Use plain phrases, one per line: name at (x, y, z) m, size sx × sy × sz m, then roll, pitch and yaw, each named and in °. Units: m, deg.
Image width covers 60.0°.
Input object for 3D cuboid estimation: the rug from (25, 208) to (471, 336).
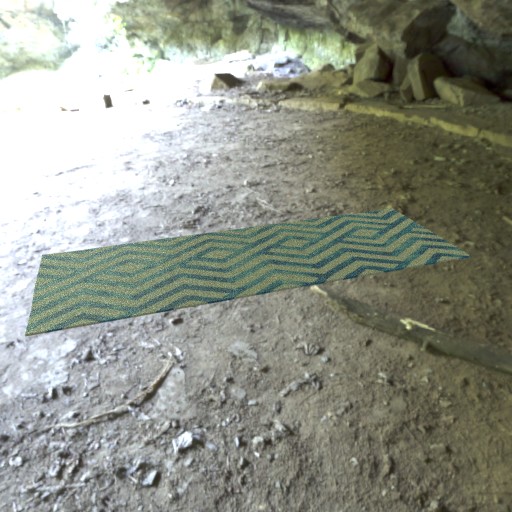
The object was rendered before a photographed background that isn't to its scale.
rug at (0.000, 0.000, 1.622) m, size 1.492 × 0.007 × 0.503 m, roll -9°, pitch 29°, yaw -16°
